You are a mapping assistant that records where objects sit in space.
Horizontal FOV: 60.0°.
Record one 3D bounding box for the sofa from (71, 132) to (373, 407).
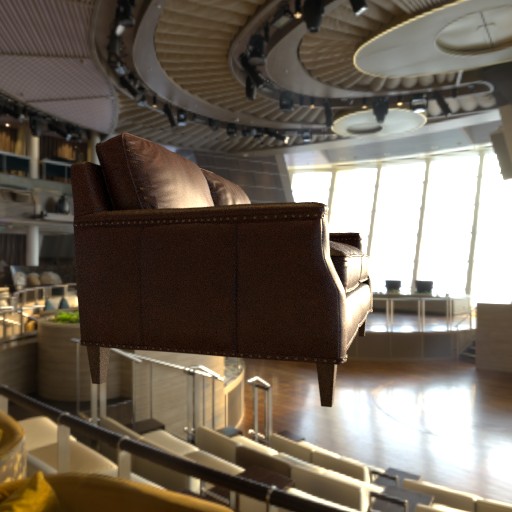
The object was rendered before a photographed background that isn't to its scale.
[{"bbox_3d":[0.000,0.000,2.286,1.083,1.003,1.628,0,-1,18],"label":"sofa"}]
